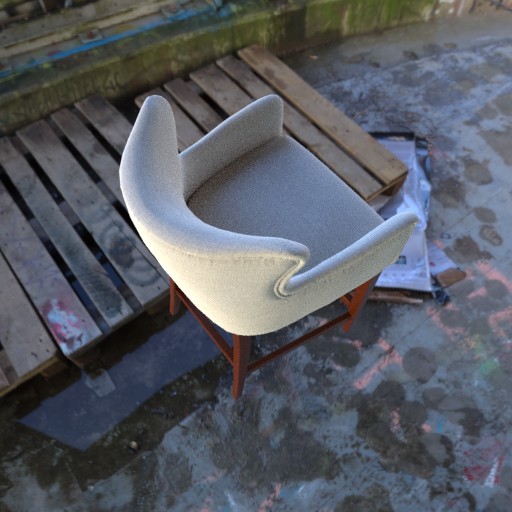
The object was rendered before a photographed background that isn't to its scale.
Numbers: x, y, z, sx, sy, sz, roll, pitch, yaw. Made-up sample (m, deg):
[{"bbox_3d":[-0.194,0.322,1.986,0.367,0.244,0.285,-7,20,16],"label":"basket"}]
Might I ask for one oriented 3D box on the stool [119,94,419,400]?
[{"bbox_3d":[0.000,0.000,1.415,0.637,0.987,0.615,-32,64,-18],"label":"stool"}]
